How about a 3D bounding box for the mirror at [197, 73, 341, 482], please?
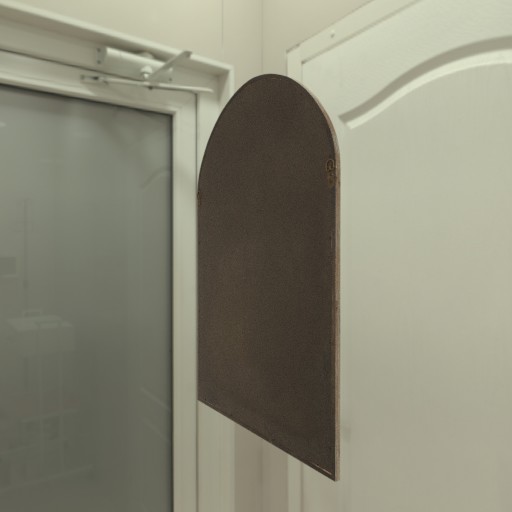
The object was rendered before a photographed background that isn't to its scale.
[{"bbox_3d":[0.000,0.000,1.157,0.032,0.915,0.609,0,1,-35],"label":"mirror"}]
